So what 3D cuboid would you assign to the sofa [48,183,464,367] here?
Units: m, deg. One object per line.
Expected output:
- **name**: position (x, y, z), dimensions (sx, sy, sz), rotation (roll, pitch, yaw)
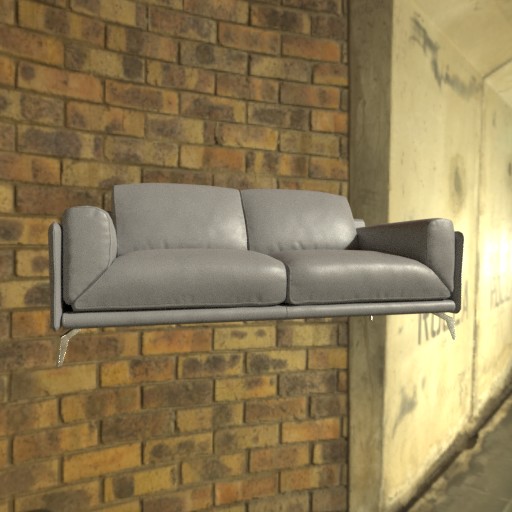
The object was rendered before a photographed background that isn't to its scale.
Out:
- **sofa**: position (0.000, 0.000, 2.595), dimensions (2.101, 0.930, 1.049), rotation (0, 0, -18)
